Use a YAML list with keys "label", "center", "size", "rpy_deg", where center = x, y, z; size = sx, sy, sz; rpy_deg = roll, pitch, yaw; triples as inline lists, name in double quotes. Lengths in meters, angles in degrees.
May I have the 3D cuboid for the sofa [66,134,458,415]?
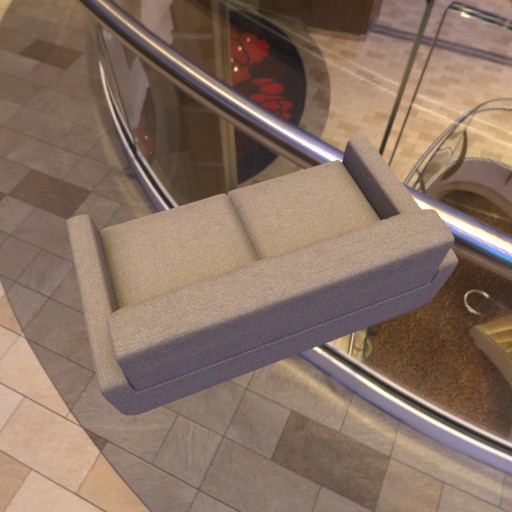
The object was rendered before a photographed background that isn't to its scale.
- label: "sofa"
  center: [0.000, 0.000, 2.185]
  size: [1.631, 0.841, 0.909]
  rpy_deg: [-18, 59, -11]
